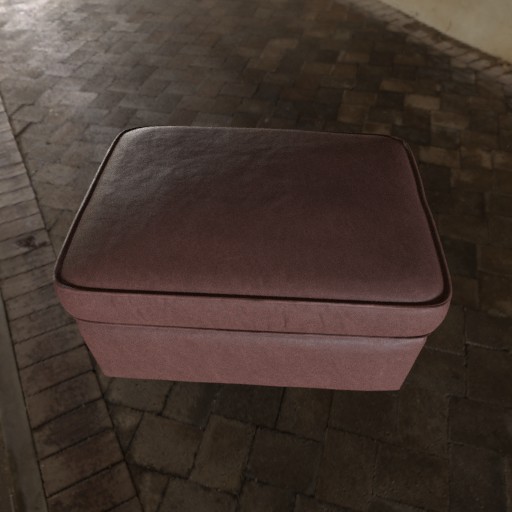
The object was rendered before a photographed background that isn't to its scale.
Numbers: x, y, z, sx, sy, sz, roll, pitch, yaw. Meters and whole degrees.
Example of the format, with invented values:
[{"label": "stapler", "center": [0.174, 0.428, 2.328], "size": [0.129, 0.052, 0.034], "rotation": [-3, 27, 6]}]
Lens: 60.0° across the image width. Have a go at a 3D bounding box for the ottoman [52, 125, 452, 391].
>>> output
[{"label": "ottoman", "center": [0.000, 0.000, 1.092], "size": [0.749, 0.449, 0.548], "rotation": [2, 48, 2]}]
